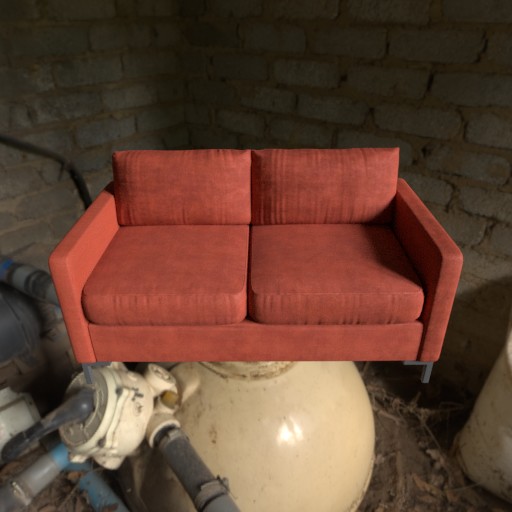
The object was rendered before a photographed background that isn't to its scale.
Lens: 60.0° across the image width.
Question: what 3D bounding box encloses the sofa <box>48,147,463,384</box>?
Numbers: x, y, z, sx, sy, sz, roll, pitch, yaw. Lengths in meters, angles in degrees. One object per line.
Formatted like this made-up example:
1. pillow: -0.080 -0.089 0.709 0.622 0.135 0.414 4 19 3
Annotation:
1. sofa: 0.000 0.000 2.105 1.574 0.896 0.864 0 30 0
